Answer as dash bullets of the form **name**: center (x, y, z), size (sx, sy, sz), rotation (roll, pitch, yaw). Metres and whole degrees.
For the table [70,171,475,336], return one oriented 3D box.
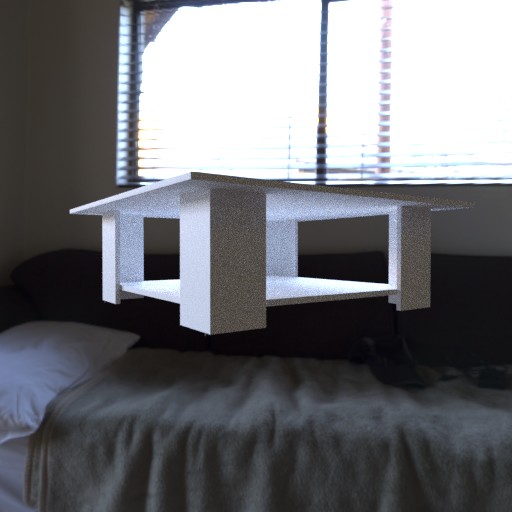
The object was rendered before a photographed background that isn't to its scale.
- **table**: center (0.000, 0.000, 1.367), size (0.890, 0.305, 0.890), rotation (-1, 1, -35)
